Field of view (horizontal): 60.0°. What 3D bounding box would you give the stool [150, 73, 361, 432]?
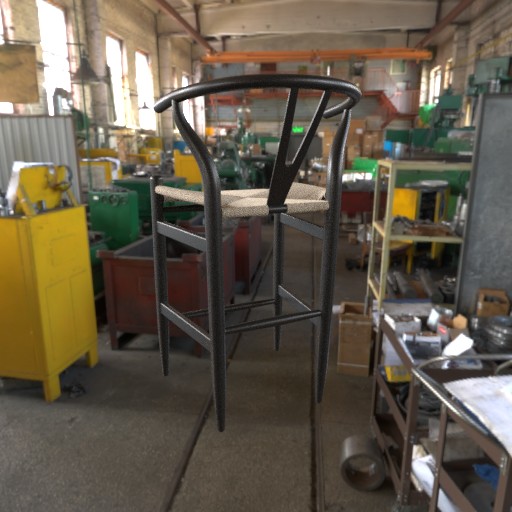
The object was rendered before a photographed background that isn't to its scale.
[{"bbox_3d":[0.000,0.000,1.362,0.569,0.970,0.579,-7,16,-26],"label":"stool"}]
